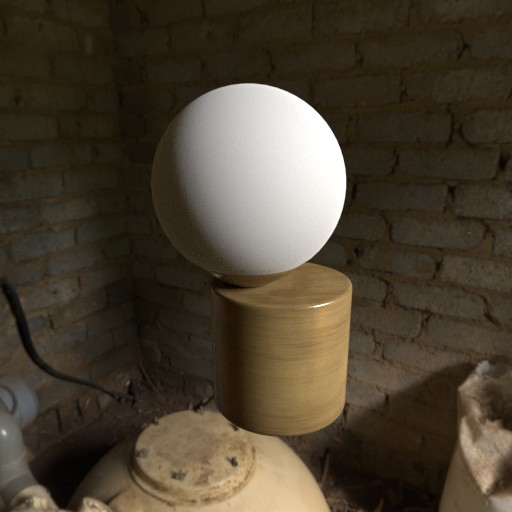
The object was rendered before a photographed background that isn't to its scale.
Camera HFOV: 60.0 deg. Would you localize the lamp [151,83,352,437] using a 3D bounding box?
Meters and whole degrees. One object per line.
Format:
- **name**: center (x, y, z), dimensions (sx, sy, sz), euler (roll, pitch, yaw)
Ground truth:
- **lamp**: center (0.000, 0.000, 0.345), dimensions (0.152, 0.250, 0.141), euler (-2, 16, -7)
